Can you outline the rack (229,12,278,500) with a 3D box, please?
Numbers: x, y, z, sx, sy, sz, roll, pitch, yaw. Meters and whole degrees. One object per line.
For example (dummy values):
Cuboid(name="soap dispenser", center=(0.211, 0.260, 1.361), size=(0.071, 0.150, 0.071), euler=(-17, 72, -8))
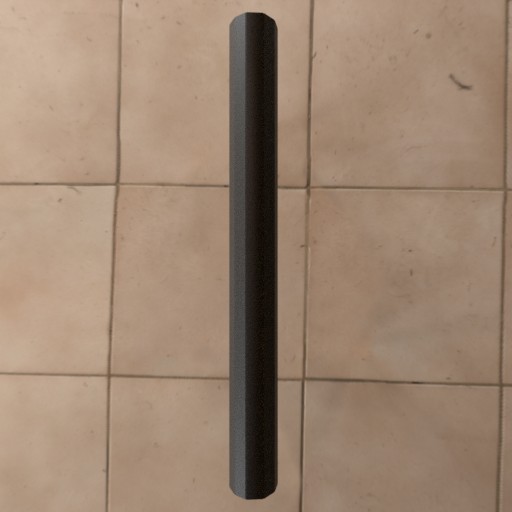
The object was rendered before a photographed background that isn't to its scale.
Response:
Cuboid(name="rack", center=(0.000, 0.000, 0.420), size=(0.041, 0.241, 0.330), euler=(0, 90, 1))
